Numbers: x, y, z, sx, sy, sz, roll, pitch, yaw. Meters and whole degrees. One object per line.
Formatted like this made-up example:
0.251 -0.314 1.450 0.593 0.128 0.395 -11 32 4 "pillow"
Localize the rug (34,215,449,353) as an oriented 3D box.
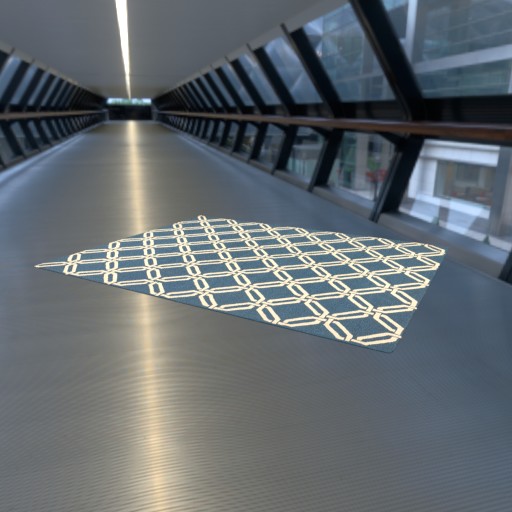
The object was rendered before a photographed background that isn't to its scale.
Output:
0.000 0.000 3.851 2.867 0.020 2.277 9 19 28 "rug"
